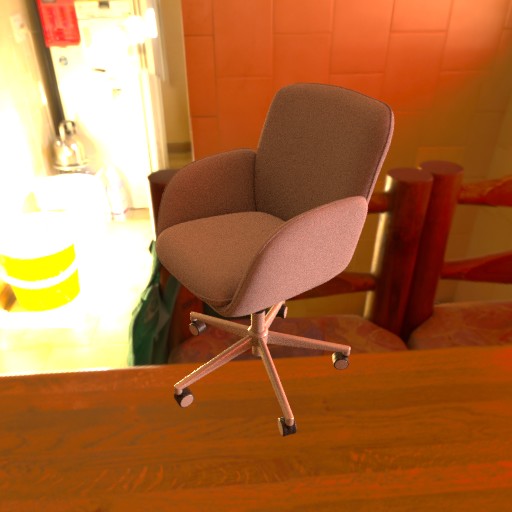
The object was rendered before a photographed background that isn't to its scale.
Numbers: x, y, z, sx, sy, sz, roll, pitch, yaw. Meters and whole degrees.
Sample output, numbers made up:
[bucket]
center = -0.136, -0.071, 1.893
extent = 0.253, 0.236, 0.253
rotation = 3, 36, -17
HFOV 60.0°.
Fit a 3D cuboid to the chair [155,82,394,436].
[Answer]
[chair]
center = 0.000, 0.000, 1.413
extent = 0.654, 0.959, 0.648
rotation = -20, 36, -30
